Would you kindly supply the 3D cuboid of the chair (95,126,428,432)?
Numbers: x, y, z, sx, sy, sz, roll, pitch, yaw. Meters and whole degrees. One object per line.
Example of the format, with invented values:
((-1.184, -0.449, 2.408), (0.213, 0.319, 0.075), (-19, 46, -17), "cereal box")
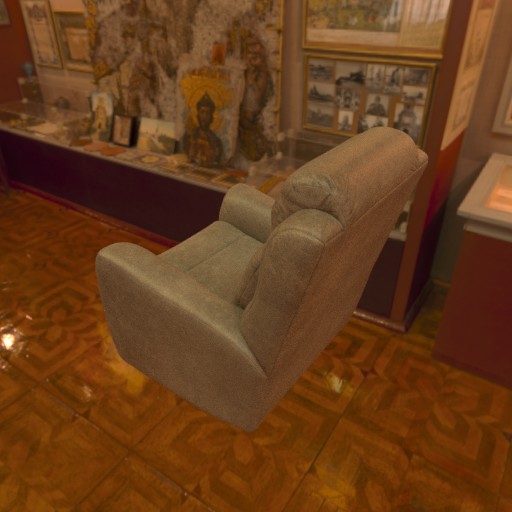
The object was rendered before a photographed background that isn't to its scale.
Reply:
((0.000, 0.000, 1.919), (1.068, 1.116, 0.965), (21, 37, 30), "chair")
